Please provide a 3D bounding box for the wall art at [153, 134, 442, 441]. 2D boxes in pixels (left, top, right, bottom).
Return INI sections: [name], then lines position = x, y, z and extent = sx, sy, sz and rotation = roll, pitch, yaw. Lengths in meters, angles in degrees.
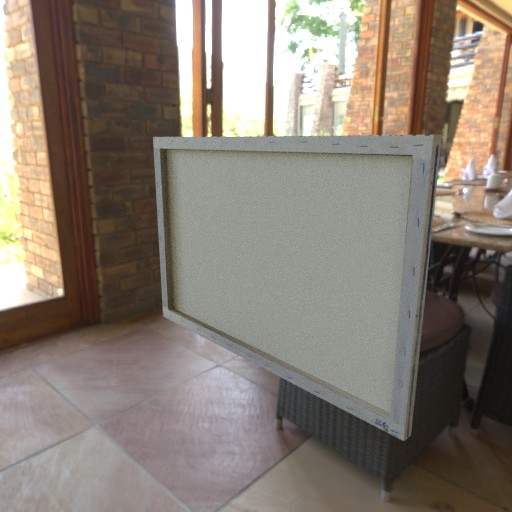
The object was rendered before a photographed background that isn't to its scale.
[wall art]
position = 0.000, 0.000, 1.453
extent = 0.038, 0.757, 1.143
rotation = -13, 20, -42
